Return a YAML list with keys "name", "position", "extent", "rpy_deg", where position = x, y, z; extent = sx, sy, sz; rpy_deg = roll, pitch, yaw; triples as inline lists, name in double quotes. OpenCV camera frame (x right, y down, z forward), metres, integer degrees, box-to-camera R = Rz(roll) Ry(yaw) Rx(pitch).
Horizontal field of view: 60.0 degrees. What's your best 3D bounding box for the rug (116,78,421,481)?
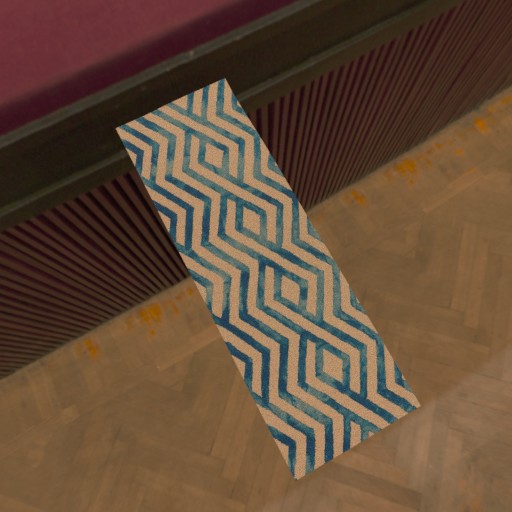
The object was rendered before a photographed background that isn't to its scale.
- name: "rug"
  position: [0.000, 0.000, 1.674]
  extent: [0.503, 0.007, 1.492]
  rpy_deg: [-27, 77, -7]
